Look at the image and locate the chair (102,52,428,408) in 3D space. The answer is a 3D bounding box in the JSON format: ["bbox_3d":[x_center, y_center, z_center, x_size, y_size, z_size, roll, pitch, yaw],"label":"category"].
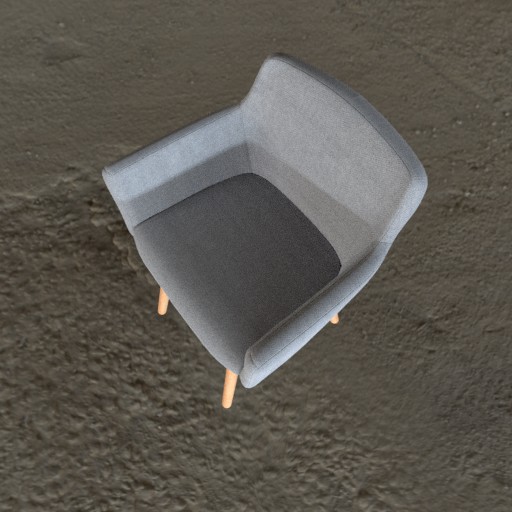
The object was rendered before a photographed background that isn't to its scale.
[{"bbox_3d":[0.000,0.000,1.151,0.540,0.780,0.570,-34,67,-17],"label":"chair"}]
